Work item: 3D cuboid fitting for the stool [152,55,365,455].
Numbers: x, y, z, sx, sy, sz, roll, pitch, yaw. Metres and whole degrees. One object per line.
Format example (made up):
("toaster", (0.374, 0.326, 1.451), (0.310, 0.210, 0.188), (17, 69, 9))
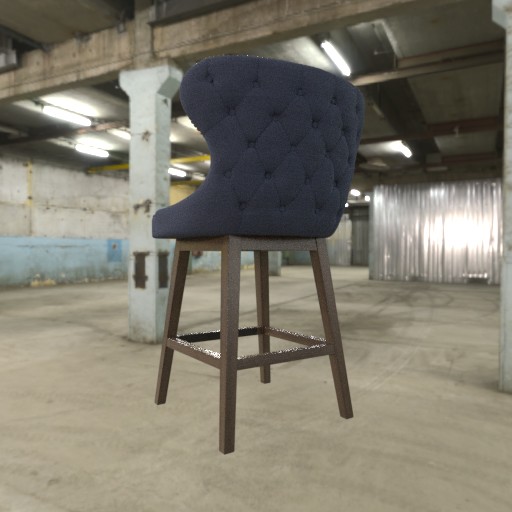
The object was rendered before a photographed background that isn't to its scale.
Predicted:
("stool", (0.000, 0.000, 1.369), (0.615, 0.972, 0.597), (0, 0, -34))
